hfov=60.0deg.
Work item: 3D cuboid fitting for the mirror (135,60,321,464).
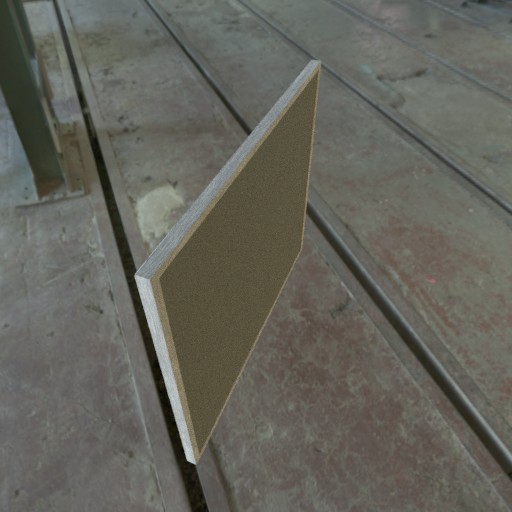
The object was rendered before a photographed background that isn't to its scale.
[{"bbox_3d":[0.000,0.000,1.138,0.028,0.689,0.839,16,47,16],"label":"mirror"}]
